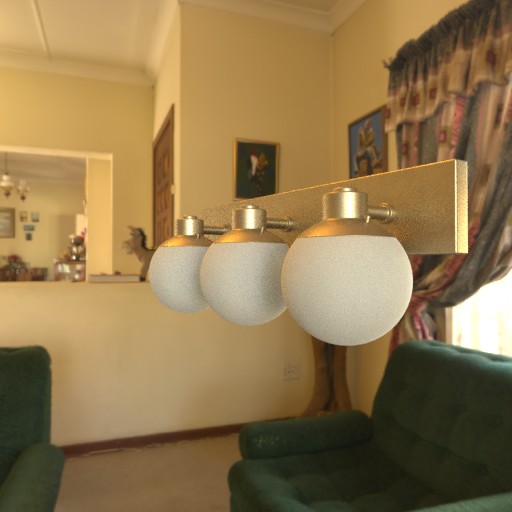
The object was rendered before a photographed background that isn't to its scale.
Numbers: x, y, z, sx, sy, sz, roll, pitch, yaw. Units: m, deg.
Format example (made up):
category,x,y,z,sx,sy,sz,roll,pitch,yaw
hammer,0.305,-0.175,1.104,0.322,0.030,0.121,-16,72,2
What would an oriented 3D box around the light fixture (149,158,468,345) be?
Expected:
category,x,y,z,sx,sy,sz,roll,pitch,yaw
light fixture,0.000,0.000,0.854,0.218,0.263,0.721,1,-1,-36
